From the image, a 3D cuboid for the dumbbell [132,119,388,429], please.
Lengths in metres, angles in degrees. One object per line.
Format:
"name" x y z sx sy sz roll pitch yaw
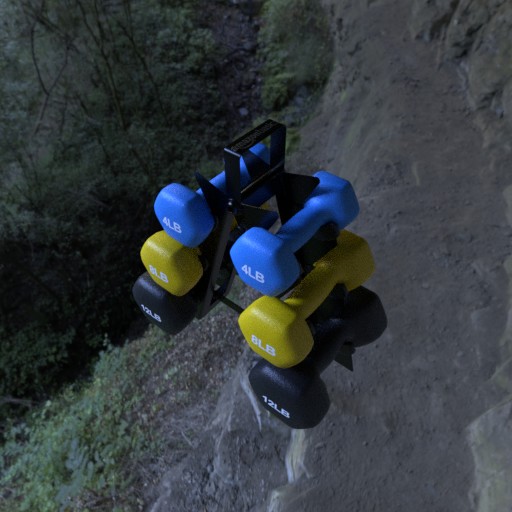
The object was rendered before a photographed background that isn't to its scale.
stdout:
"dumbbell" 0.000 0.000 0.697 0.409 0.426 0.255 30 53 26
